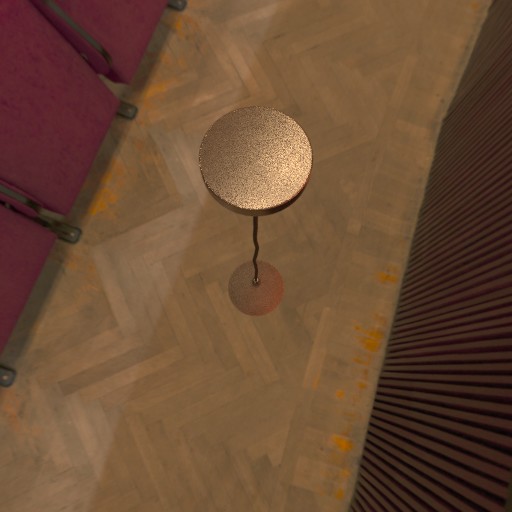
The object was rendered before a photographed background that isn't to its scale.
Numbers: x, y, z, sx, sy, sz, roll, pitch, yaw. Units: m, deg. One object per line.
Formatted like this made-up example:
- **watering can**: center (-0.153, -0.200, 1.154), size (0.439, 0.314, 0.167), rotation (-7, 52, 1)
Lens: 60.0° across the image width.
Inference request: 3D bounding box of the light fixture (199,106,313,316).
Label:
- **light fixture**: center (0.000, 0.000, 0.798), size (0.139, 0.764, 0.139), rotation (19, 76, 5)
